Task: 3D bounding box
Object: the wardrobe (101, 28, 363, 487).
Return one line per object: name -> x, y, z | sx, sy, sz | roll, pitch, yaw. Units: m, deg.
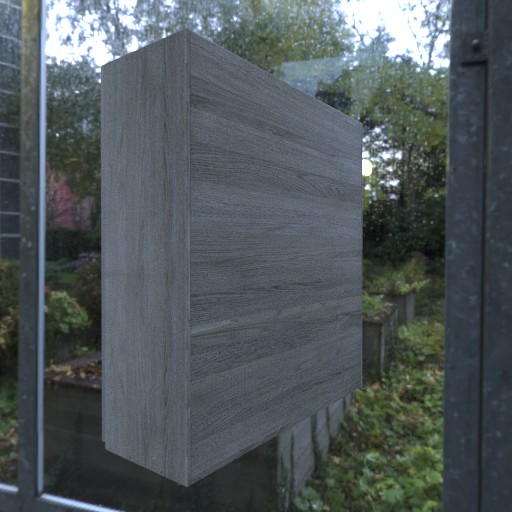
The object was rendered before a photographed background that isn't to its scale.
wardrobe -> 0.000, 0.000, 2.780 | 0.629, 1.960, 1.780 | 0, 1, 38
